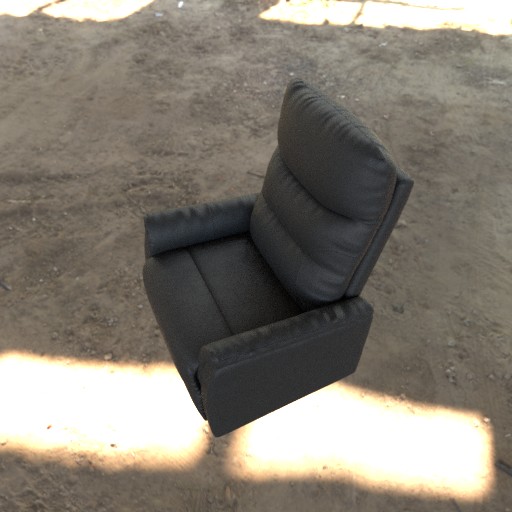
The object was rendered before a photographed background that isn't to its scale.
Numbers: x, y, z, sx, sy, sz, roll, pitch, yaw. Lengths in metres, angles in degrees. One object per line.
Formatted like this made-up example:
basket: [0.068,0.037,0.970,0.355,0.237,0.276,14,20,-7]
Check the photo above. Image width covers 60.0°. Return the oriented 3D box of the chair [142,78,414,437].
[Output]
chair: [0.000,0.000,1.689,0.831,1.082,0.775,-19,50,-17]
